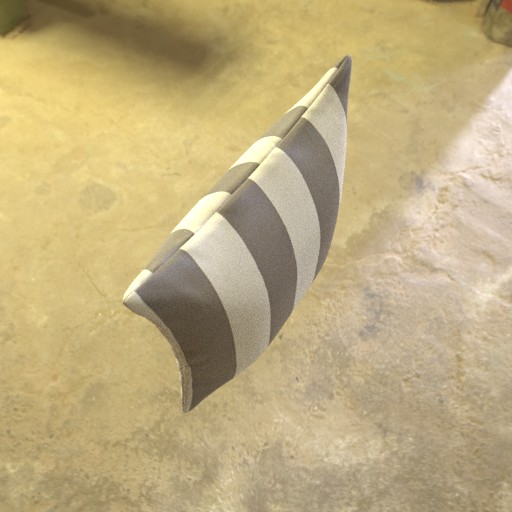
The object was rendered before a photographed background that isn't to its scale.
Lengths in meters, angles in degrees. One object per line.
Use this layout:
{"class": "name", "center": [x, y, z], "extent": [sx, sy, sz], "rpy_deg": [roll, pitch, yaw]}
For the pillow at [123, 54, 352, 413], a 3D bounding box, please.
{"class": "pillow", "center": [0.000, 0.000, 0.796], "extent": [0.192, 0.507, 0.522], "rpy_deg": [30, 63, 17]}
